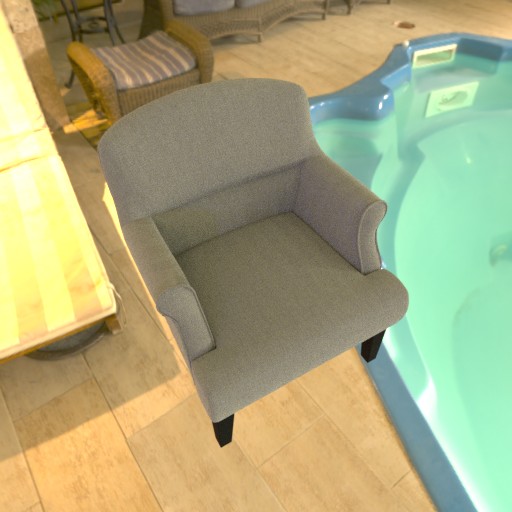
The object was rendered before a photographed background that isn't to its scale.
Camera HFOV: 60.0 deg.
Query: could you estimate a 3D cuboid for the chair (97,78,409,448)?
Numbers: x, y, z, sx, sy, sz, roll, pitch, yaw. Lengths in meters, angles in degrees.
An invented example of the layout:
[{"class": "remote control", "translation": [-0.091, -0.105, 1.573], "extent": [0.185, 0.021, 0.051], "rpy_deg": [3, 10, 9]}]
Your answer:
[{"class": "chair", "translation": [0.000, 0.000, 1.466], "extent": [0.772, 0.880, 0.755], "rpy_deg": [-23, 50, -20]}]
